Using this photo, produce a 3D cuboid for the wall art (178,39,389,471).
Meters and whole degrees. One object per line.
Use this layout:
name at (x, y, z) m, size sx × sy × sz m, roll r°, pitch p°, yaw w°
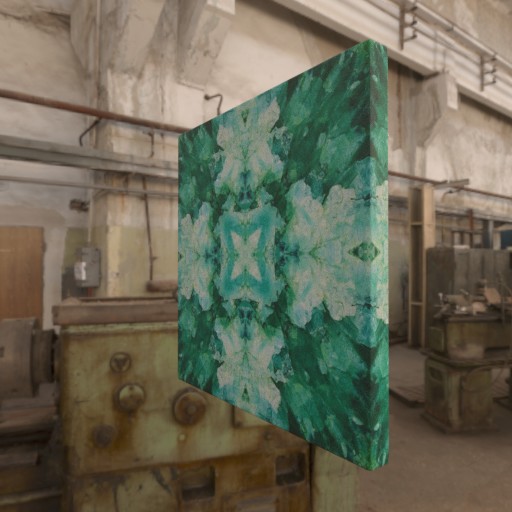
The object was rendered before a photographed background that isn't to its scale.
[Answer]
wall art at (0.000, 0.000, 0.732) m, size 0.038 × 0.508 × 0.507 m, roll 0°, pitch -1°, yaw -36°
